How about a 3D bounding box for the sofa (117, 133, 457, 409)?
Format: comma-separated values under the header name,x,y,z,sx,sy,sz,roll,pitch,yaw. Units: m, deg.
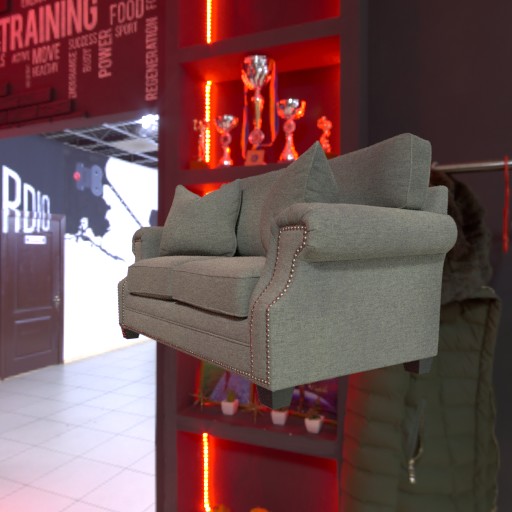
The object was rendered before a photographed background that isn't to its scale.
name,x,y,z,sx,sy,sz,roll,pitch,yaw
sofa,0.000,0.000,2.253,0.966,0.966,1.701,0,0,-34
